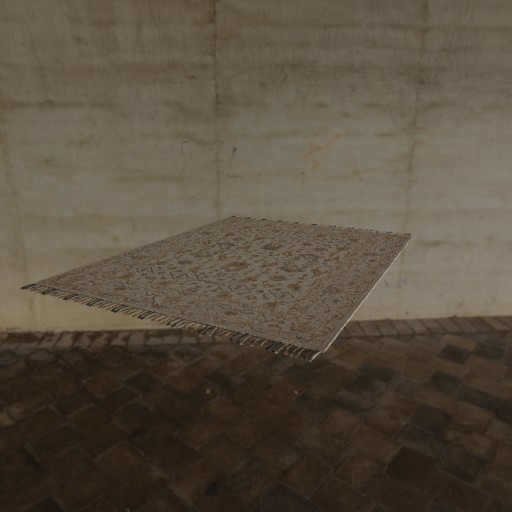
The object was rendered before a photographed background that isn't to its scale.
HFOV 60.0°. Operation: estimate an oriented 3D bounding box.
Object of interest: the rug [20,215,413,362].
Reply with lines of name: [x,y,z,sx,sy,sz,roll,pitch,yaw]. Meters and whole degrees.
rug: [0.000,0.000,2.249,1.278,0.009,1.726,8,18,26]
